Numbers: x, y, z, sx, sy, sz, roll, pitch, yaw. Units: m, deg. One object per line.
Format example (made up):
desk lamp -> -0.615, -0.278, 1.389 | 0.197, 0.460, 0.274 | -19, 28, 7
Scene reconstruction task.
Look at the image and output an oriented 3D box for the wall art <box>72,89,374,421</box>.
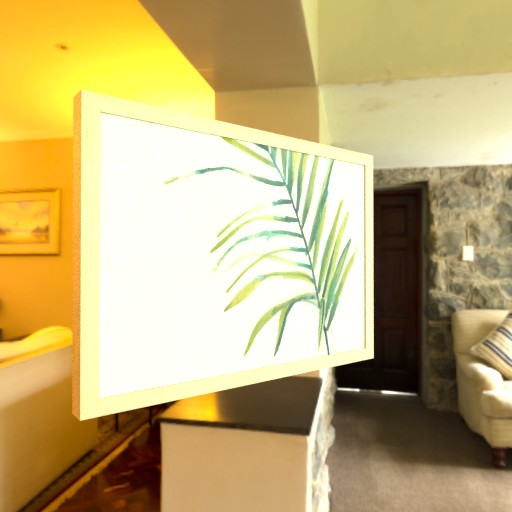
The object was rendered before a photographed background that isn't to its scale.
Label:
wall art -> 0.000, 0.000, 0.683 | 0.532, 0.380, 0.032 | 0, -1, -38
